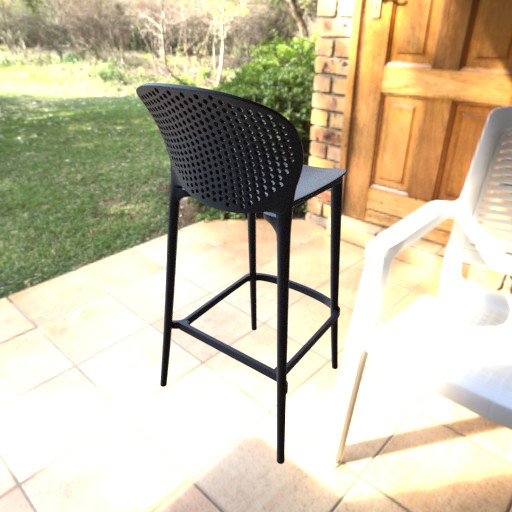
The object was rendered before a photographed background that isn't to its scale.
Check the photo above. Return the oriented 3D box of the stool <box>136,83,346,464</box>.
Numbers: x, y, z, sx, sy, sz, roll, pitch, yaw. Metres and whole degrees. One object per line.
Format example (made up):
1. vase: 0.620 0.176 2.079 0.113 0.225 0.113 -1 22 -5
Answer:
1. stool: 0.000 0.000 1.363 0.536 1.045 0.535 20 35 32
